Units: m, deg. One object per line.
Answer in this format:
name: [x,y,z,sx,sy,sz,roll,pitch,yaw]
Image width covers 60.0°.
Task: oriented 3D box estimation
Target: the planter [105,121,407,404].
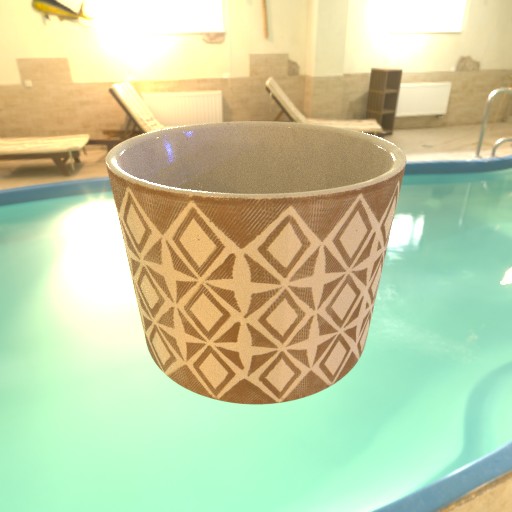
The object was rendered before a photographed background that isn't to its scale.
planter: [0.000,0.000,0.450,0.260,0.220,0.260,0,27,0]
